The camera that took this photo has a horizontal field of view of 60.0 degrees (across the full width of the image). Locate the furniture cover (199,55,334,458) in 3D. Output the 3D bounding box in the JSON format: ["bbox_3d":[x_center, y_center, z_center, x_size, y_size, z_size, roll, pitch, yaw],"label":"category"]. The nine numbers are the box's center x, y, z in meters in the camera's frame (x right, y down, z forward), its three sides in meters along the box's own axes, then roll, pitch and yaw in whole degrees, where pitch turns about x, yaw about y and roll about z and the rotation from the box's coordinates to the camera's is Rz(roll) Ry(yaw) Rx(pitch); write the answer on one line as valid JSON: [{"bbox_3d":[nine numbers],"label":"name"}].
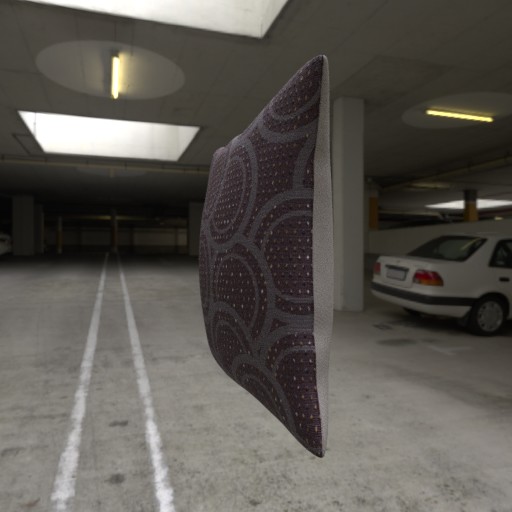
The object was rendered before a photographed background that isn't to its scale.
[{"bbox_3d":[0.000,0.000,0.815,0.193,0.509,0.552,0,0,-18],"label":"furniture cover"}]
